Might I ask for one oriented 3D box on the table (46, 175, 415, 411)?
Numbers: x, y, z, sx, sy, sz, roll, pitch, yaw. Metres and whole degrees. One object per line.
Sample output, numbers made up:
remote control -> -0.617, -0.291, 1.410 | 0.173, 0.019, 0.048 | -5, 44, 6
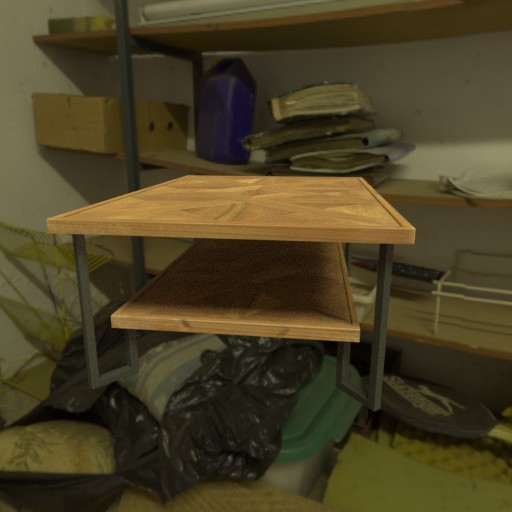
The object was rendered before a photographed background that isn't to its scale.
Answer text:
table -> 0.000, 0.000, 1.686 | 0.877, 0.492, 1.238 | 2, 15, 7
